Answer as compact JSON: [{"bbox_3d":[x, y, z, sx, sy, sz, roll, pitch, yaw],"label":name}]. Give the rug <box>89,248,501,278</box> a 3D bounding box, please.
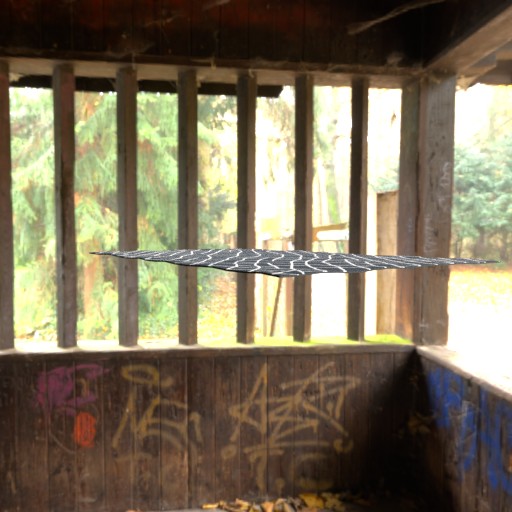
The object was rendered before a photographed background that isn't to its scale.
[{"bbox_3d":[0.000,0.000,2.959,1.529,0.017,2.448,-2,3,-35],"label":"rug"}]
